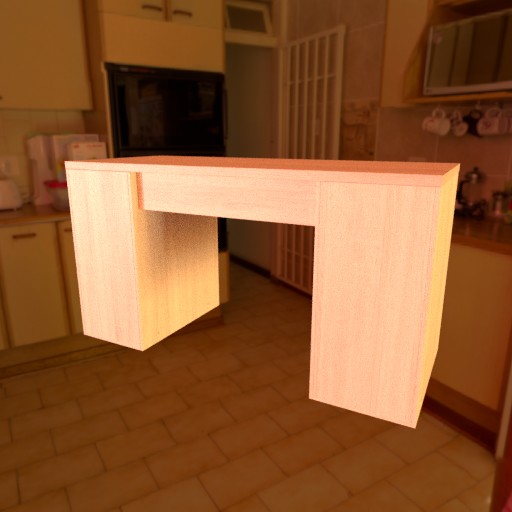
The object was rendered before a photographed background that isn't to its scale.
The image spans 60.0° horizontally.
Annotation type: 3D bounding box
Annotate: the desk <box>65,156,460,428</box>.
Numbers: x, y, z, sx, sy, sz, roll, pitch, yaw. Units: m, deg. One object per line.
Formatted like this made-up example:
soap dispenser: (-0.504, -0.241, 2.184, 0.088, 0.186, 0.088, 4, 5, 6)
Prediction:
desk: (0.000, 0.000, 1.782, 1.390, 0.740, 0.600, 8, 17, 27)
